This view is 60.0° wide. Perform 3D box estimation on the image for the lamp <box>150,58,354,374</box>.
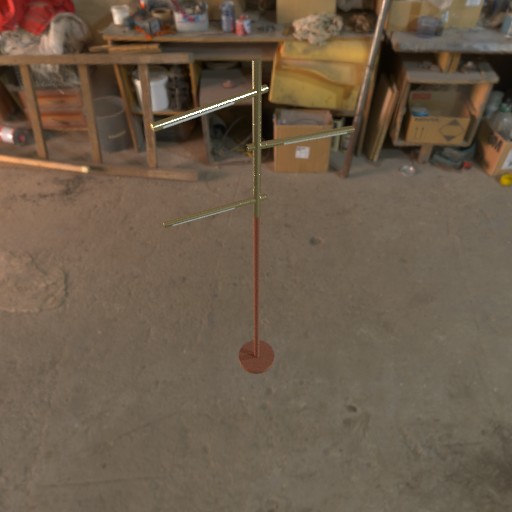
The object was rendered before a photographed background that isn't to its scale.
[{"bbox_3d":[0.000,0.000,1.953,0.737,1.704,0.209,-24,51,-21],"label":"lamp"}]
